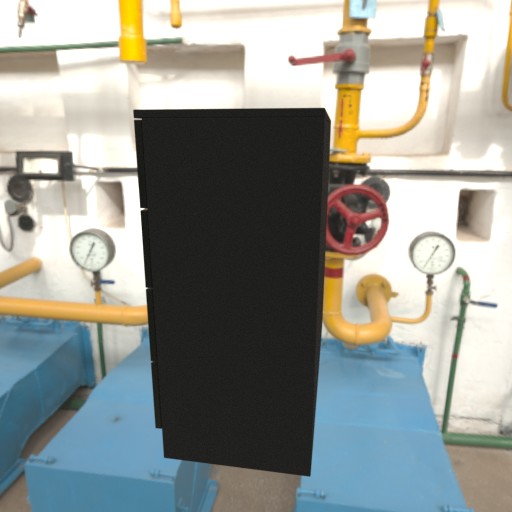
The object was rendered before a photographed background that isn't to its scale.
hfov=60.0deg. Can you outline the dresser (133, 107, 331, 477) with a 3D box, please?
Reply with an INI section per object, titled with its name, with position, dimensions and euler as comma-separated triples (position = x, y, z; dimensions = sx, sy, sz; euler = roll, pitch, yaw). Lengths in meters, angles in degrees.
[dresser]
position = 0.000, 0.000, 1.200
dimensions = 0.360, 0.720, 0.750
euler = 3, 16, 10
